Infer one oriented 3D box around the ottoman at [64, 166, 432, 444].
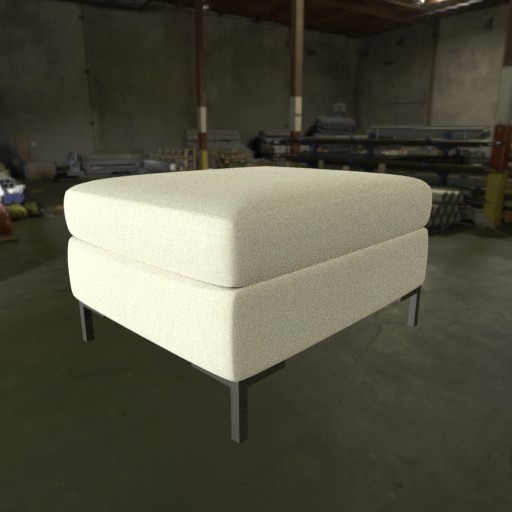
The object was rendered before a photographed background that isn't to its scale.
[{"bbox_3d":[0.000,0.000,1.216,0.657,0.453,0.794,14,20,42],"label":"ottoman"}]
